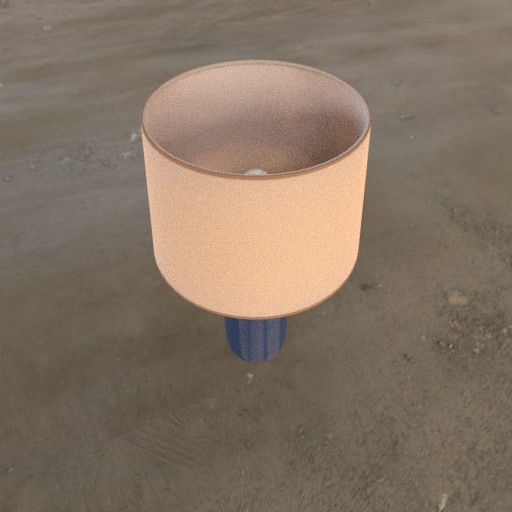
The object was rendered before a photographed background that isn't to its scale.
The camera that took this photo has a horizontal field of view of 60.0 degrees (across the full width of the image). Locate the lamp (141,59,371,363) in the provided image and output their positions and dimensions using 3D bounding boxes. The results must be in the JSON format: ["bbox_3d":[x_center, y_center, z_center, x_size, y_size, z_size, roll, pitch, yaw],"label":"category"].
[{"bbox_3d":[0.000,0.000,0.844,0.367,0.609,0.367,0,47,0],"label":"lamp"}]
